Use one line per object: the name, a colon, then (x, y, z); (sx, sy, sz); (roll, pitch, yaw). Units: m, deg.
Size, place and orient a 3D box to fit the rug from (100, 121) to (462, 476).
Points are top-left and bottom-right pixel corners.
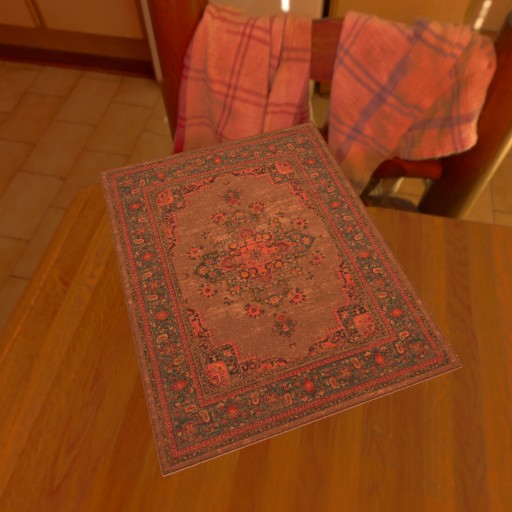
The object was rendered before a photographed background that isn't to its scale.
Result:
rug: (0.000, 0.000, 4.096); (2.434, 0.013, 3.057); (-16, 59, -10)
